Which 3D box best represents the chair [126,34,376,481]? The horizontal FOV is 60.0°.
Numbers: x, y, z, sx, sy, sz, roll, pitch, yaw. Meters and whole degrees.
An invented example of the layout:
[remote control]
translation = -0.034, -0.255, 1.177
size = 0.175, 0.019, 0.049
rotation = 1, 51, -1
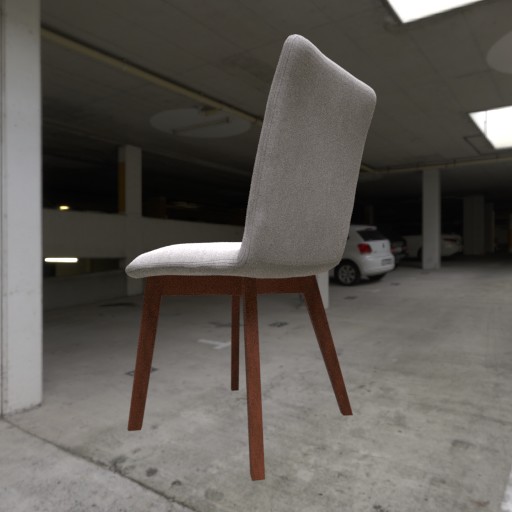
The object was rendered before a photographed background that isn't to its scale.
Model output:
[chair]
translation = 0.000, 0.000, 1.272
size = 0.563, 0.974, 0.522
rotation = 0, 0, 36
